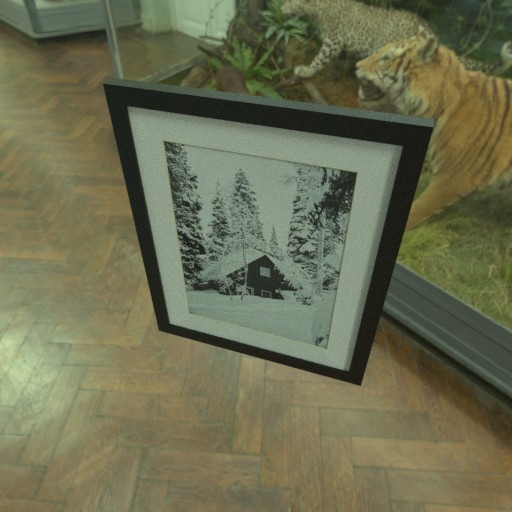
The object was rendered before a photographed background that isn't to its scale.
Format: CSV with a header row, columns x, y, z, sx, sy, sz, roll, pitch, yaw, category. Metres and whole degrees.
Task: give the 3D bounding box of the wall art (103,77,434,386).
x,y,z,sx,sy,sz,roll,pitch,yaw,category
0.000,0.000,0.553,0.325,0.397,0.018,12,43,14,wall art
